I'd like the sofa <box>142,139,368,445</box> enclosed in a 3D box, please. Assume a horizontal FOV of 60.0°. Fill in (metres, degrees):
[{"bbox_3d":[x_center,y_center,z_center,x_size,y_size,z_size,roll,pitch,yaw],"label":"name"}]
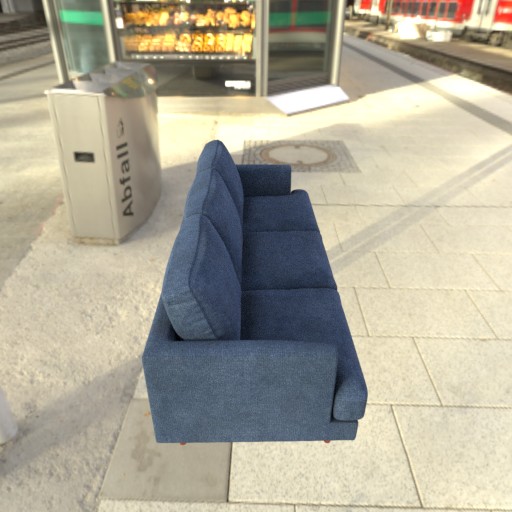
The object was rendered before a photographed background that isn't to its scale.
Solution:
[{"bbox_3d":[0.000,0.000,2.733,0.903,0.930,2.246,0,30,-1],"label":"sofa"}]
